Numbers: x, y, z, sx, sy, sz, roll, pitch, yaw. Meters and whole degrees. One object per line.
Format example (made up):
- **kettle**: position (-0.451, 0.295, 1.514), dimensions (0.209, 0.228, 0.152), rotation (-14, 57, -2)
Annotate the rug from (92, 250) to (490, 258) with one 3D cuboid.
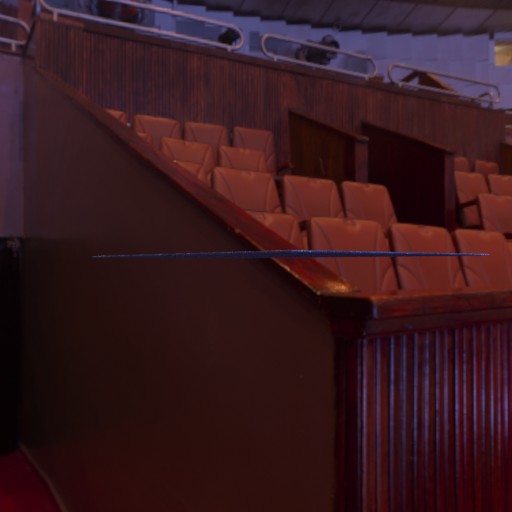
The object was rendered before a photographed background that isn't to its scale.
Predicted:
- **rug**: position (0.000, 0.000, 2.227), dimensions (1.102, 0.008, 1.795), rotation (1, -1, -37)
